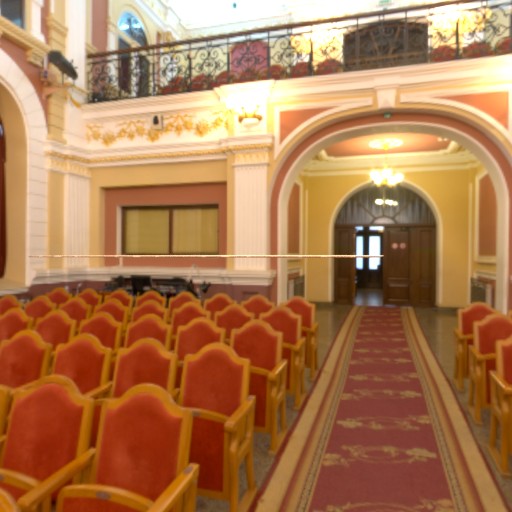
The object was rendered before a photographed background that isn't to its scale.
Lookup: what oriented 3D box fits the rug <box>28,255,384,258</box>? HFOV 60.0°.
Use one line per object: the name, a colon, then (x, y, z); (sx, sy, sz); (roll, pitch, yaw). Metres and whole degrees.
rug: (0.000, 0.000, 4.446); (2.438, 0.010, 3.353); (0, 0, 16)
